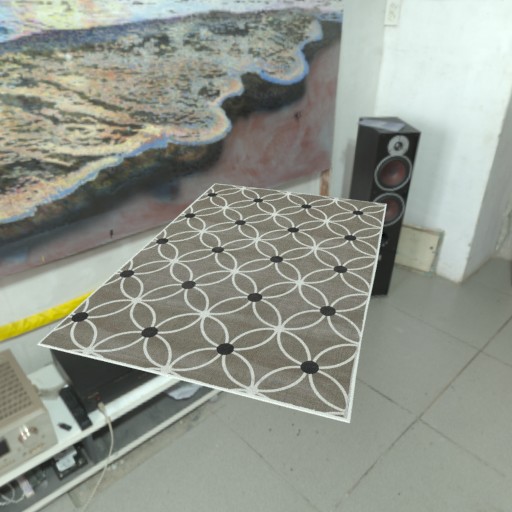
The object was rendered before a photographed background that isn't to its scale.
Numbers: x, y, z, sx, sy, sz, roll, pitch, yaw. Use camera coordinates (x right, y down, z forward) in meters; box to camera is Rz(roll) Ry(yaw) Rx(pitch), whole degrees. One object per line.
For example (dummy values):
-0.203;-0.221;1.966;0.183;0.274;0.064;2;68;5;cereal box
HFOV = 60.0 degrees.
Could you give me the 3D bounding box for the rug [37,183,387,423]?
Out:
0.000;0.000;2.896;1.522;0.008;2.284;9;31;15;rug
